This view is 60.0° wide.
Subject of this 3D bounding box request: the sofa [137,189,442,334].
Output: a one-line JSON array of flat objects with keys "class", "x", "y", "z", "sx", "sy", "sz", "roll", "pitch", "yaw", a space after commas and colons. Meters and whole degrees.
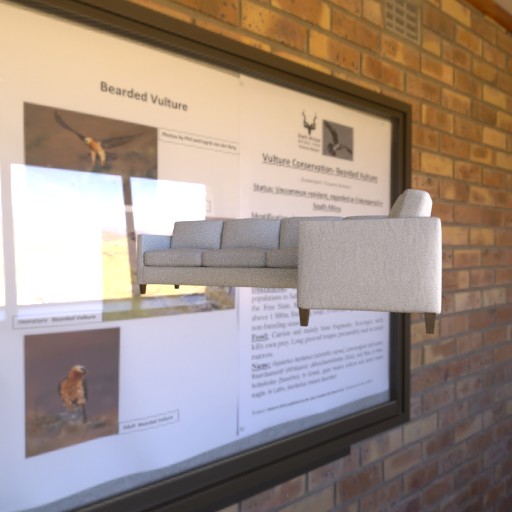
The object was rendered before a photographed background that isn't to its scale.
[{"class": "sofa", "x": 0.000, "y": 0.000, "z": 4.440, "sx": 3.333, "sy": 0.934, "sz": 2.522, "roll": 0, "pitch": 1, "yaw": 20}]
